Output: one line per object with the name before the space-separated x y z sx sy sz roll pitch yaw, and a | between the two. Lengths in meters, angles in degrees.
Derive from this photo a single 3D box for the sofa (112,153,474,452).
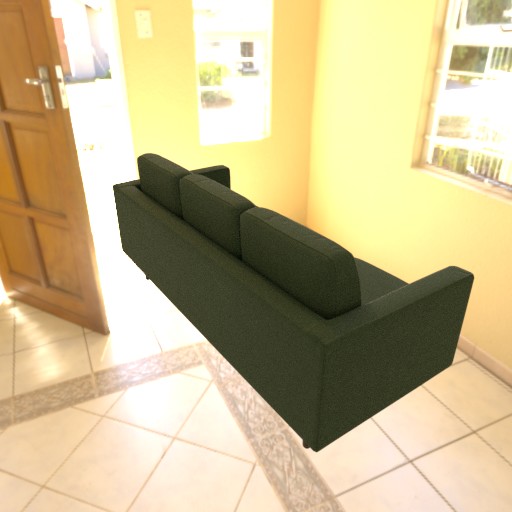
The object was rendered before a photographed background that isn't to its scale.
sofa | 0.000 0.000 2.460 0.879 0.899 2.029 -17 32 -31
